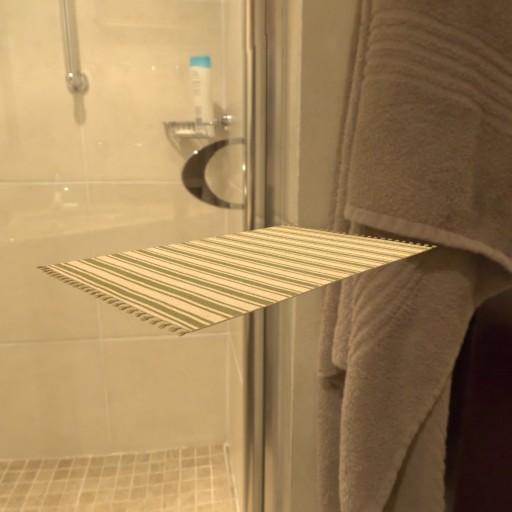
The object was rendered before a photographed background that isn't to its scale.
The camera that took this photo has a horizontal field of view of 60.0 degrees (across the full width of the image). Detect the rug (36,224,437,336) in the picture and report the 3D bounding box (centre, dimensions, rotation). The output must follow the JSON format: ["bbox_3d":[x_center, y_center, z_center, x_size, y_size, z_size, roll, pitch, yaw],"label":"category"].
[{"bbox_3d":[0.000,0.000,3.103,1.540,0.018,2.435,13,18,43],"label":"rug"}]
